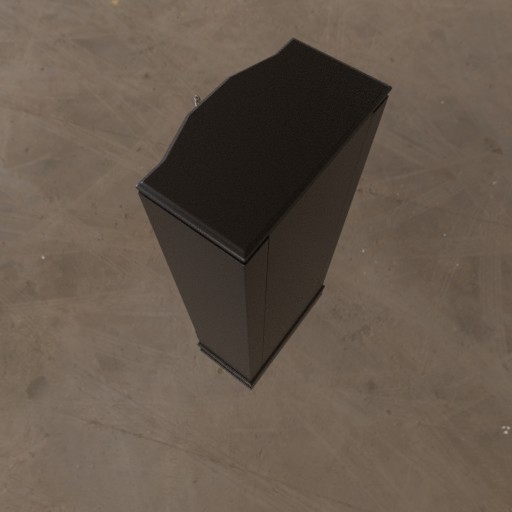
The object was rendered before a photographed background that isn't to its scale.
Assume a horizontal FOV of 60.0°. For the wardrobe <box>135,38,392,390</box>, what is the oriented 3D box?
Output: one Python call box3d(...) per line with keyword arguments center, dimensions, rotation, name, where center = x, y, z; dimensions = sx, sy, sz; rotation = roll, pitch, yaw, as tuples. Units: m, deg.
box3d(center=(0.000, 0.000, 1.190), dimensions=(0.295, 1.011, 0.444), rotation=(34, 68, 16), name="wardrobe")
